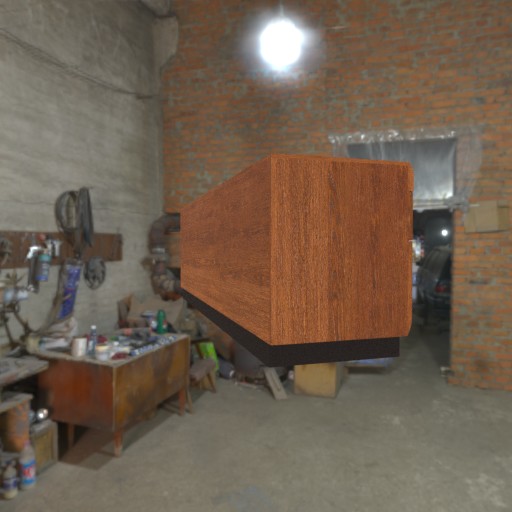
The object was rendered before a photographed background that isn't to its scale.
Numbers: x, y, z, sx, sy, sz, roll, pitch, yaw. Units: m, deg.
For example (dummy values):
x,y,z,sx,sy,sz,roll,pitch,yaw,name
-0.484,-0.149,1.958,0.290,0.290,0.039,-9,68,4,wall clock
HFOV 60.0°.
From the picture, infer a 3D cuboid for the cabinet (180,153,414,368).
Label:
x,y,z,sx,sy,sz,roll,pitch,yaw,name
0.000,0.000,1.856,0.419,0.510,1.600,0,1,-17,cabinet
